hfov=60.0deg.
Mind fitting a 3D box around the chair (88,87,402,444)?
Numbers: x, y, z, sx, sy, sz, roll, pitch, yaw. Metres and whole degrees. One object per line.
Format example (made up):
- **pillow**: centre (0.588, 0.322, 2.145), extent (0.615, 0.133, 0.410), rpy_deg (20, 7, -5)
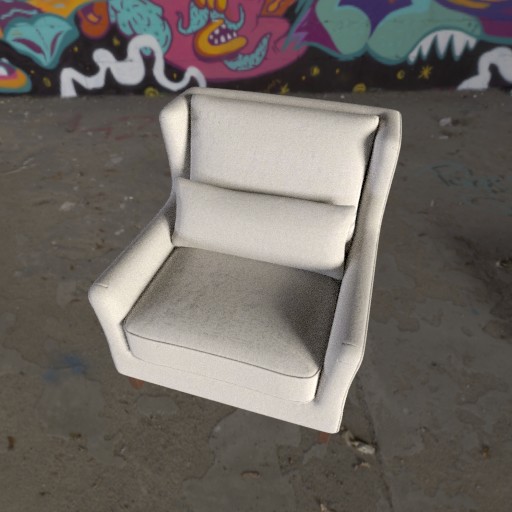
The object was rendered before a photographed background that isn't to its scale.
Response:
- **chair**: centre (0.000, 0.000, 1.876), extent (0.982, 1.056, 1.040), rpy_deg (11, 42, 13)
